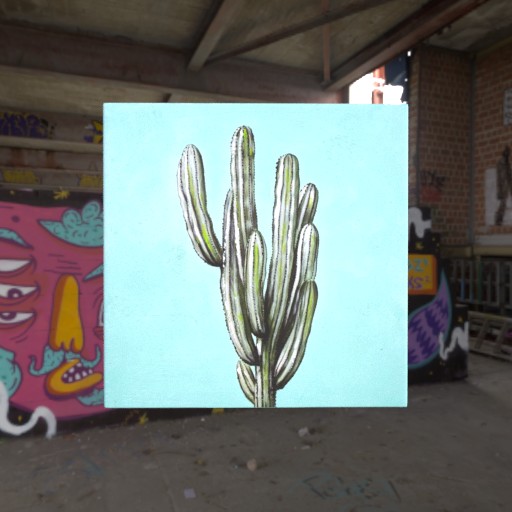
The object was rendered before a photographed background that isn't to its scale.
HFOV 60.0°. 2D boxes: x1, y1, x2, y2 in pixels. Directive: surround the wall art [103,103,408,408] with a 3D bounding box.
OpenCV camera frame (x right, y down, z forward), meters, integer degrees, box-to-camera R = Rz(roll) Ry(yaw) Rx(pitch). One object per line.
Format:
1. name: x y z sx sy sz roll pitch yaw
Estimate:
1. wall art: 0.000 0.000 1.593 1.071 1.073 0.070 0 1 -1
